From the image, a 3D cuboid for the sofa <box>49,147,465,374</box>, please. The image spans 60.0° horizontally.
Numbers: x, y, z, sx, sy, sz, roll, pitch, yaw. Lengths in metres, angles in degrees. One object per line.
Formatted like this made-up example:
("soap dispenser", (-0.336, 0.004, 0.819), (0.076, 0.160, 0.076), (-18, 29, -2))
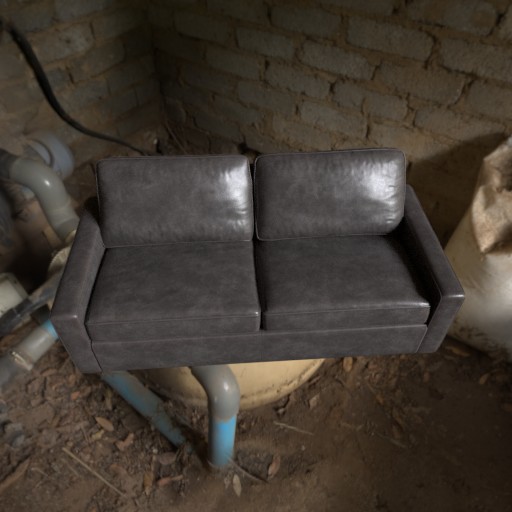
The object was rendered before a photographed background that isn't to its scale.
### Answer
("sofa", (0.000, 0.000, 2.561), (2.081, 0.916, 0.939), (-3, 46, -3))
